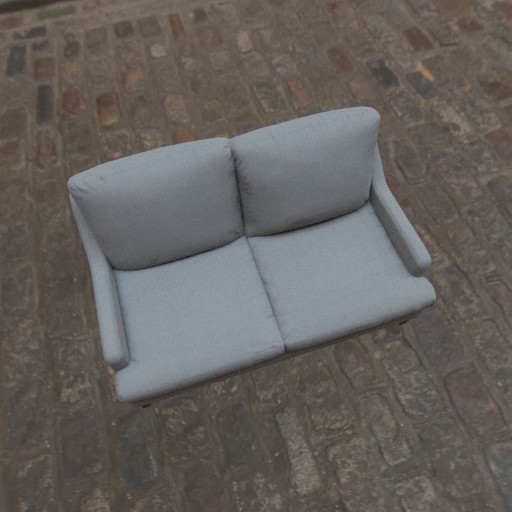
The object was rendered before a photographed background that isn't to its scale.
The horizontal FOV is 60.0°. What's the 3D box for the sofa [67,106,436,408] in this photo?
[{"bbox_3d":[0.000,0.000,2.216,1.589,0.921,0.987,-16,64,-8],"label":"sofa"}]
